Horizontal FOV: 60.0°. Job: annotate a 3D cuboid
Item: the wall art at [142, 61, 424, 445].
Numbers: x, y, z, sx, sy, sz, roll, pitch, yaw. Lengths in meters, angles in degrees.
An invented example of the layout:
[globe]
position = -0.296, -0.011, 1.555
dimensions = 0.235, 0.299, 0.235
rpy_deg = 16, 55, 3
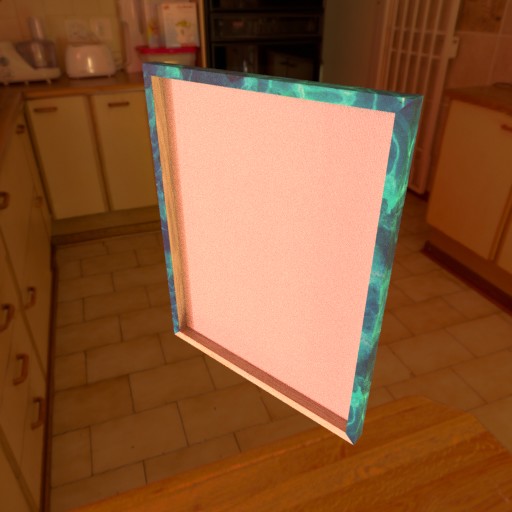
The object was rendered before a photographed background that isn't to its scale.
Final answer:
[wall art]
position = 0.000, 0.000, 1.000
dimensions = 0.609, 0.760, 0.038
rpy_deg = 23, 37, 33
